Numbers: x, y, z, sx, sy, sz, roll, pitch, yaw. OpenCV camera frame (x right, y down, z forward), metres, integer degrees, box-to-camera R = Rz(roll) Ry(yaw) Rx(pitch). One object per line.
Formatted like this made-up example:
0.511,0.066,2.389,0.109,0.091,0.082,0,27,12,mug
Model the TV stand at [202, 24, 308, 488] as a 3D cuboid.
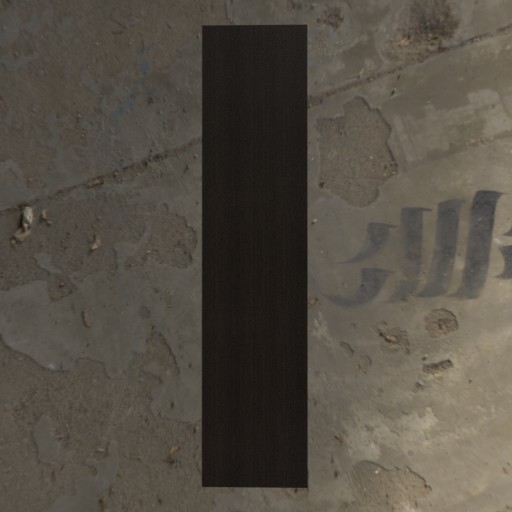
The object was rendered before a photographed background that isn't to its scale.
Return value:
0.000,0.000,2.008,0.406,0.610,1.778,0,90,1,TV stand
